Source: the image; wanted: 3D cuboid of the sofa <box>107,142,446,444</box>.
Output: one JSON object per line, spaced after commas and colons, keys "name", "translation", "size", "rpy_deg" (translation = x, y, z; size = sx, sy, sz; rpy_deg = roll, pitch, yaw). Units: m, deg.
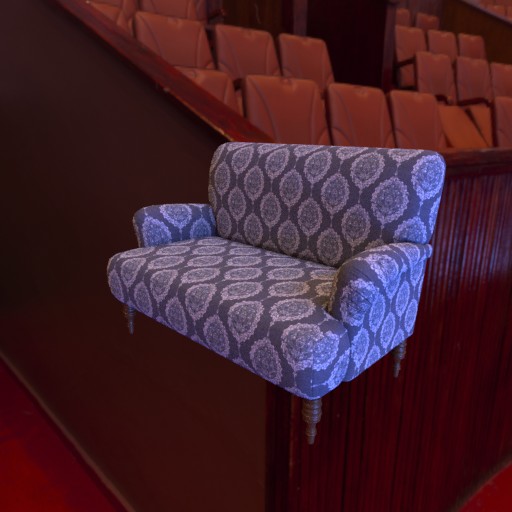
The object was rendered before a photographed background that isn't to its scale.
{"name": "sofa", "translation": [0.000, 0.000, 1.833], "size": [1.297, 0.867, 0.779], "rpy_deg": [16, 23, 43]}
